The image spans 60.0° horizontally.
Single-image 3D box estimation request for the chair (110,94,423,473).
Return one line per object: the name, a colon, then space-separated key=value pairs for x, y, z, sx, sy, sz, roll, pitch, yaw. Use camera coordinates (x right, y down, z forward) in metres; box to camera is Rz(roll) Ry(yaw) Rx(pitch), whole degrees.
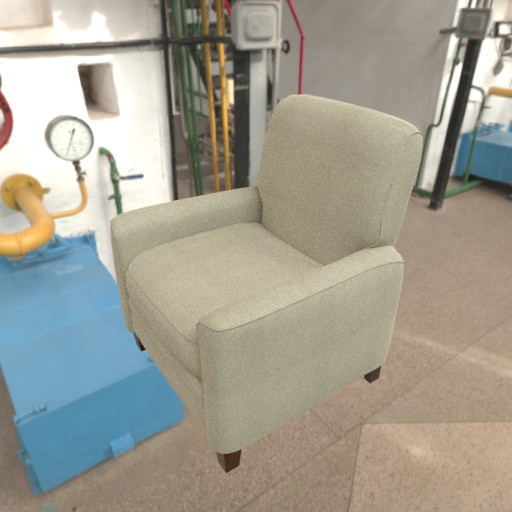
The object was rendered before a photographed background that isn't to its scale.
chair: x=0.000 y=0.000 z=1.616 sx=0.853 sy=1.006 sz=0.850 roll=-19 pitch=35 yaw=-30
